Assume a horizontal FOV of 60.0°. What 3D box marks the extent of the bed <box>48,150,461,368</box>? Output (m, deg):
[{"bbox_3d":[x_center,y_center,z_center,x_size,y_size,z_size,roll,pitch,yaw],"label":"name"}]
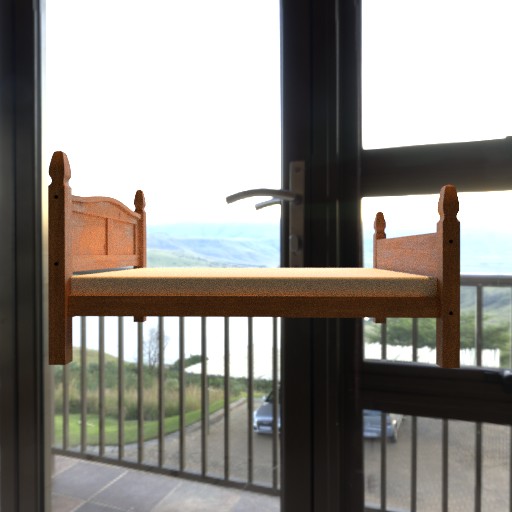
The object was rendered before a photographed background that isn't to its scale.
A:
[{"bbox_3d":[0.000,0.000,2.960,2.069,1.100,1.490,0,0,2],"label":"bed"}]
